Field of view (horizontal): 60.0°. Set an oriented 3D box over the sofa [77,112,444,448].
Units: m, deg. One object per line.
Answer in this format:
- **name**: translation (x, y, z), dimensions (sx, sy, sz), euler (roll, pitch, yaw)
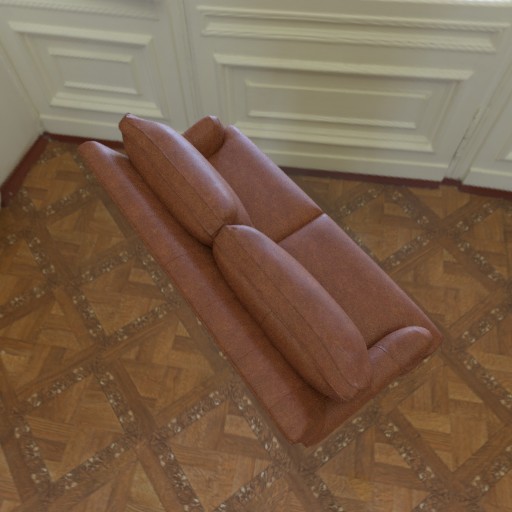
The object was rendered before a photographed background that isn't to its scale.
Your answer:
- **sofa**: translation (0.000, 0.000, 2.742), dimensions (1.147, 1.071, 2.144), euler (-32, 64, -18)
